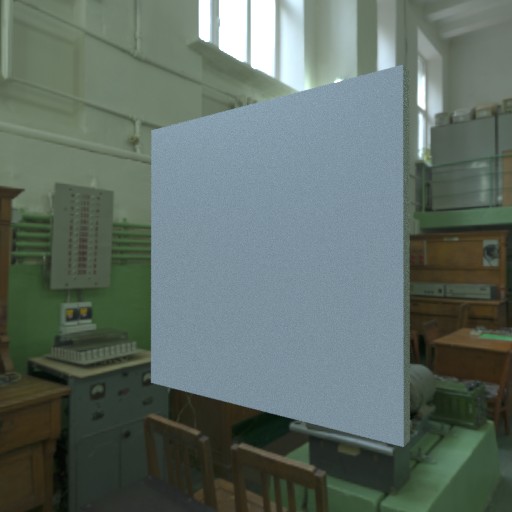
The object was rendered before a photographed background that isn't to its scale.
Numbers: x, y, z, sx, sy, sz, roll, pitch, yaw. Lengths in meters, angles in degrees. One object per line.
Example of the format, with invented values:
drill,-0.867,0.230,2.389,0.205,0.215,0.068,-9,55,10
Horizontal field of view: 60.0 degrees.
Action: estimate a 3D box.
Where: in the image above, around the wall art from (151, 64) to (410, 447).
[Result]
wall art,0.000,0.000,0.826,0.559,0.559,0.028,0,0,37
